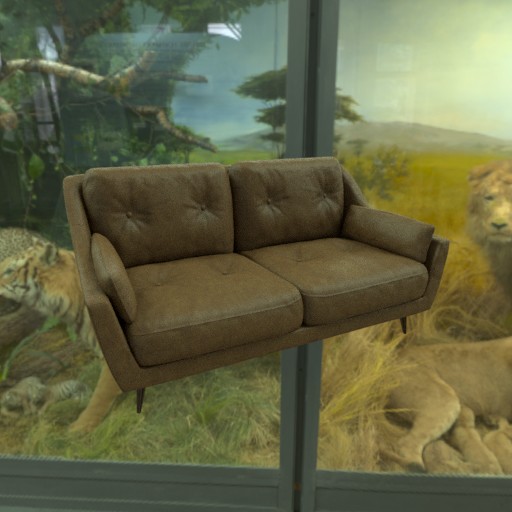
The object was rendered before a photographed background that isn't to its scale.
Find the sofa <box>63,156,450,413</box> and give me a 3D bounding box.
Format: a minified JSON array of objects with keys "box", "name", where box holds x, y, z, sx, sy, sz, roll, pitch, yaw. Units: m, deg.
[{"box":[0.000,0.000,2.242,1.731,0.886,0.981,-9,19,-27],"name":"sofa"}]
